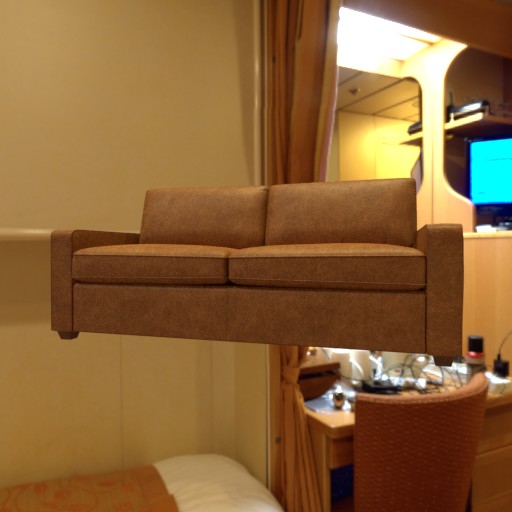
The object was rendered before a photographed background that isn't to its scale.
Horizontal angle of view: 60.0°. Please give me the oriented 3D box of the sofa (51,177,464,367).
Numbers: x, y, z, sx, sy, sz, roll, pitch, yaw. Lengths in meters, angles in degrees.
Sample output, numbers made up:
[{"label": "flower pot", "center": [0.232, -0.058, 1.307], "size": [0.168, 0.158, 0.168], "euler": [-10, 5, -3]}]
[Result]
[{"label": "sofa", "center": [0.000, 0.000, 2.602], "size": [2.156, 0.928, 0.991], "euler": [0, 1, 17]}]
